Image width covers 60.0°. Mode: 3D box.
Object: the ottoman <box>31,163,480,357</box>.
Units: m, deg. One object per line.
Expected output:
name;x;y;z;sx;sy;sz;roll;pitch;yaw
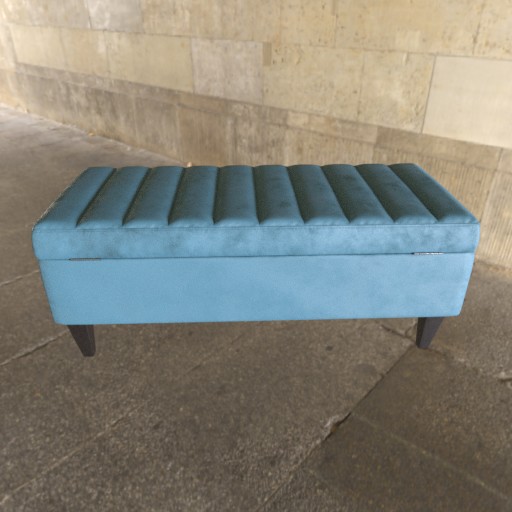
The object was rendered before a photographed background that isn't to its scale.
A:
ottoman;0.000;0.000;1.408;1.151;0.469;0.482;-1;30;-2
